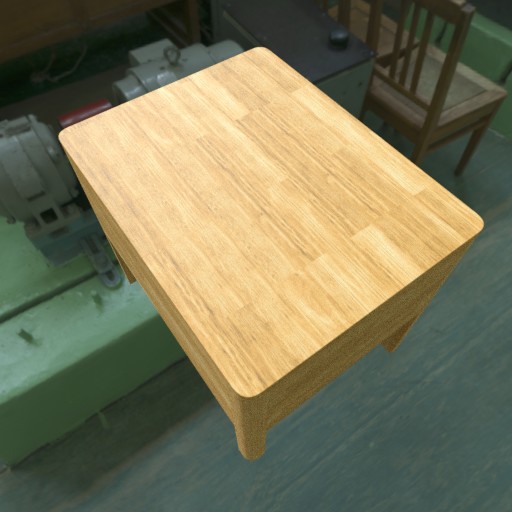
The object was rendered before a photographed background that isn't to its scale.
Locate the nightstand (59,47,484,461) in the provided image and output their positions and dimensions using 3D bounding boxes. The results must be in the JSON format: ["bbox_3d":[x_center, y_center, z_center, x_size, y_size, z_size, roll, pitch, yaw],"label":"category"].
[{"bbox_3d":[0.000,0.000,0.898,0.440,0.470,0.560,-31,62,-19],"label":"nightstand"}]
